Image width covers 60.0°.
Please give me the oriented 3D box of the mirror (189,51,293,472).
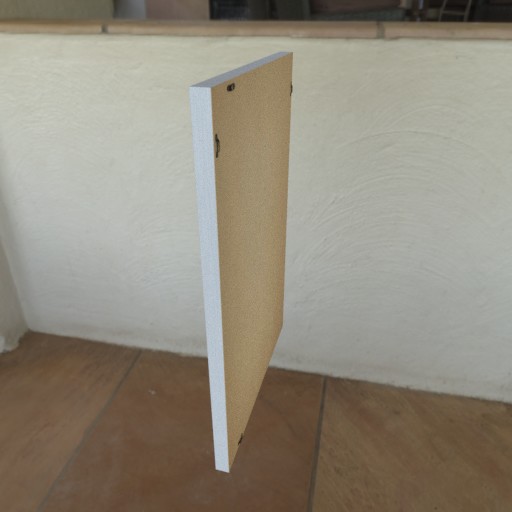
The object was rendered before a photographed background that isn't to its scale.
[{"bbox_3d":[0.000,0.000,1.147,0.040,0.915,0.609,8,30,14],"label":"mirror"}]
